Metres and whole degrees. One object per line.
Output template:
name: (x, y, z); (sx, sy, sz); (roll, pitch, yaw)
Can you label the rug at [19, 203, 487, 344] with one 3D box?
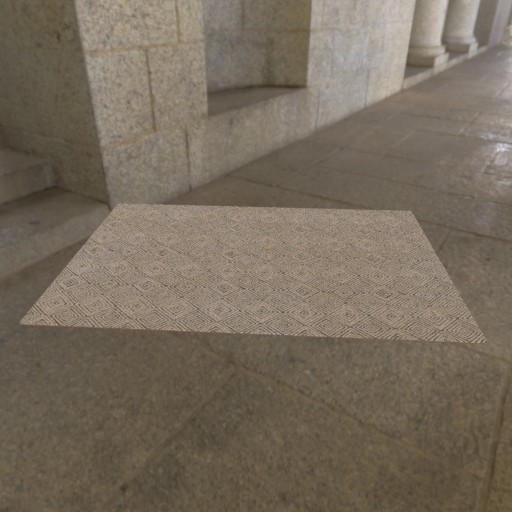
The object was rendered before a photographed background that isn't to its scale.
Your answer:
rug: (0.000, 0.000, 2.189); (1.783, 0.008, 1.175); (2, 30, 3)
